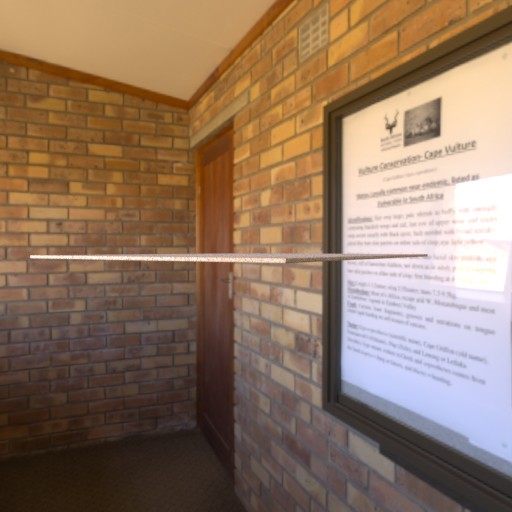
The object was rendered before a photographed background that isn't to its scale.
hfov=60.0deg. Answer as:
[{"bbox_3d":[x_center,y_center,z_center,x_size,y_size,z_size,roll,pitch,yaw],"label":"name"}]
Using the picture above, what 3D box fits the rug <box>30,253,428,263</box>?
[{"bbox_3d":[0.000,0.000,4.167,2.400,0.025,3.000,0,1,34],"label":"rug"}]
